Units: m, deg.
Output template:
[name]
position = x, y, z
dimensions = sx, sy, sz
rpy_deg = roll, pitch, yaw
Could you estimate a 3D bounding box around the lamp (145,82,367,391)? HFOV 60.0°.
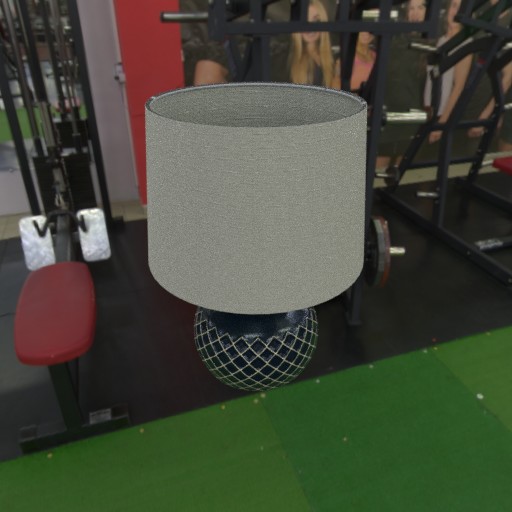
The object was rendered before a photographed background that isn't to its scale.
[lamp]
position = 0.000, 0.000, 0.798
dimensions = 0.376, 0.540, 0.376
rpy_deg = 0, 30, 0
